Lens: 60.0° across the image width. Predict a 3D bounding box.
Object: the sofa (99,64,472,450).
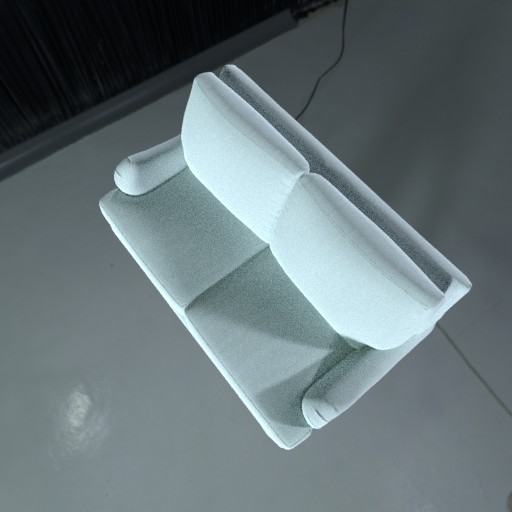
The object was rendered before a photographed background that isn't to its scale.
[{"bbox_3d":[0.000,0.000,2.534,1.084,1.101,1.853,-36,70,-15],"label":"sofa"}]
